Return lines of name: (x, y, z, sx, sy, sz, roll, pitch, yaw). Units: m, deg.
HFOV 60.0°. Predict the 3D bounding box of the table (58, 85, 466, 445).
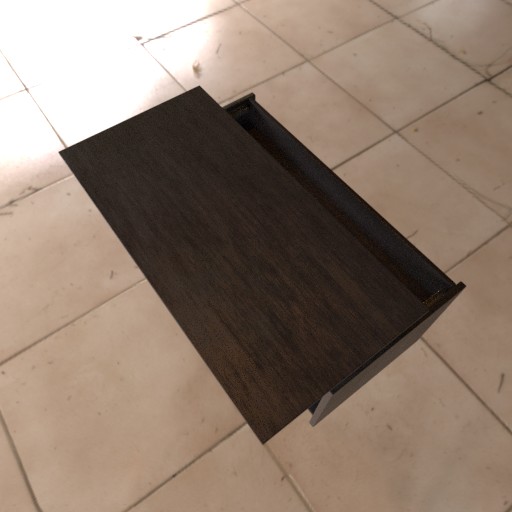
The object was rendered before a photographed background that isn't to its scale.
table: (0.000, 0.000, 1.455, 0.712, 0.570, 1.000, -33, 65, -18)
